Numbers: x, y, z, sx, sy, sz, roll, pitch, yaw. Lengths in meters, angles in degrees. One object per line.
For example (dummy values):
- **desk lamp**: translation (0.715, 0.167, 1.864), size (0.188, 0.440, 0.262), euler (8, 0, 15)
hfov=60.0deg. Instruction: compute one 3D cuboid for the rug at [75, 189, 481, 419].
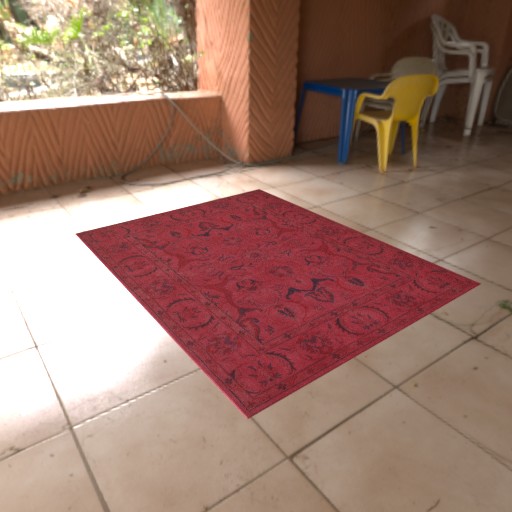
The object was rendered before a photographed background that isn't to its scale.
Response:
- **rug**: translation (0.000, 0.000, 3.966), size (2.300, 0.012, 2.929), euler (-19, 33, -32)
